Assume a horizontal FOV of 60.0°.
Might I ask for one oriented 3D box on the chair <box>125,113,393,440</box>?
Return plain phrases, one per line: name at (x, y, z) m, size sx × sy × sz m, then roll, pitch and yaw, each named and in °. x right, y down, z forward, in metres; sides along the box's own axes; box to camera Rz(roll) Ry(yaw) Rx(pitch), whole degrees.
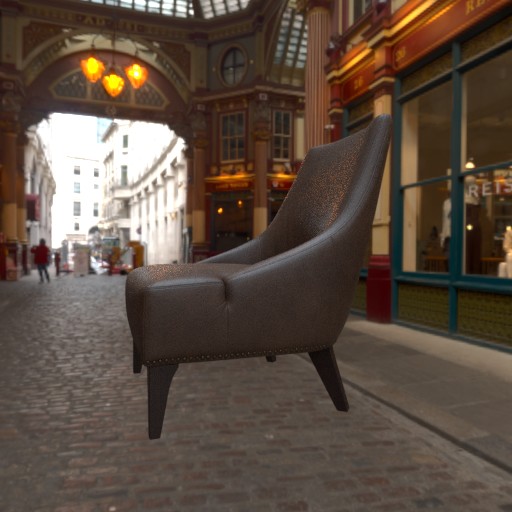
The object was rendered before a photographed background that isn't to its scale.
chair at (0.000, 0.000, 1.537) m, size 0.861 × 0.909 × 0.701 m, roll 0°, pitch 1°, yaw -19°
